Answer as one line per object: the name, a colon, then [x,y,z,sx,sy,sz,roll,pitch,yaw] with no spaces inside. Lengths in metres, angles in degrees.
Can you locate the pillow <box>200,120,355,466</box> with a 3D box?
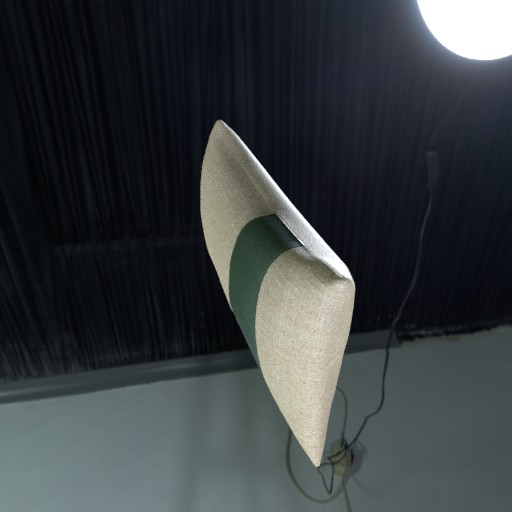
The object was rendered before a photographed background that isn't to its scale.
pillow: [0.000,0.000,1.050,0.197,0.429,0.859,-8,32,-13]
